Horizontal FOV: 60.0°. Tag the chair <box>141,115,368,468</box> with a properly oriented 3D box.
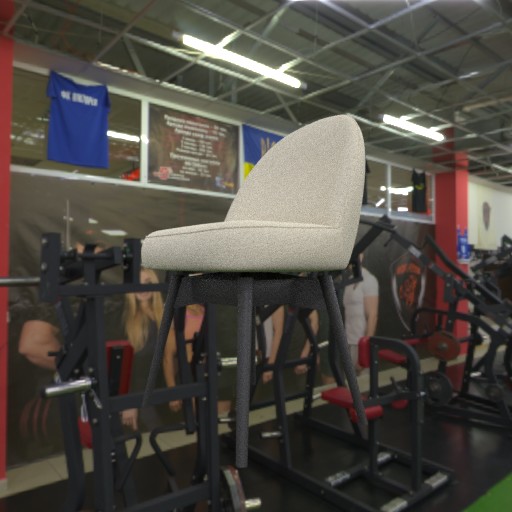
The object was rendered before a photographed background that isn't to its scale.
[{"bbox_3d":[0.000,0.000,1.194,0.540,0.838,0.532,1,-1,-38],"label":"chair"}]
